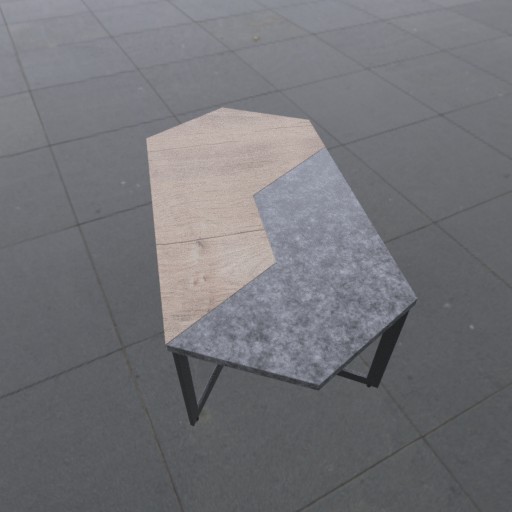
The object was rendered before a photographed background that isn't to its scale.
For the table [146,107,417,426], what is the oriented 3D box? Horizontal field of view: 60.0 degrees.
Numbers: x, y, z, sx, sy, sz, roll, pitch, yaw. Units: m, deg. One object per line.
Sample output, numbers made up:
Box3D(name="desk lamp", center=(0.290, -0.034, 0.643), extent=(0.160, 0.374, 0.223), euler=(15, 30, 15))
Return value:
Box3D(name="table", center=(0.000, 0.000, 1.496), extent=(0.609, 0.457, 1.219), euler=(-9, 46, -9))
